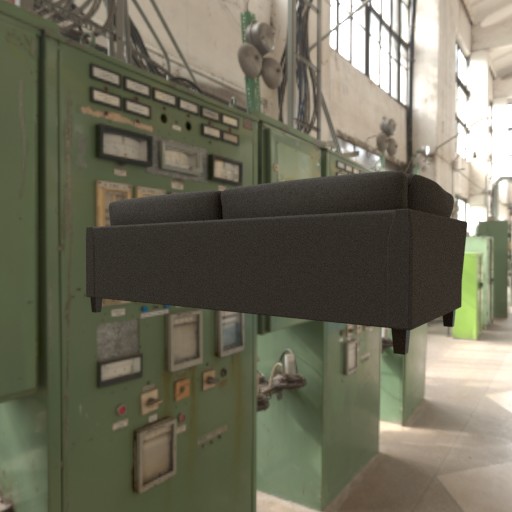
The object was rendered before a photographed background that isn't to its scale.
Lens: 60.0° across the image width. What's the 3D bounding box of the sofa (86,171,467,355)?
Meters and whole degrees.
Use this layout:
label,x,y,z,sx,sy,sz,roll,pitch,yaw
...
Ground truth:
label,x,y,z,sx,sy,sz,roll,pitch,yaw
sofa,0.000,0.000,2.826,2.312,0.792,0.969,0,1,36
